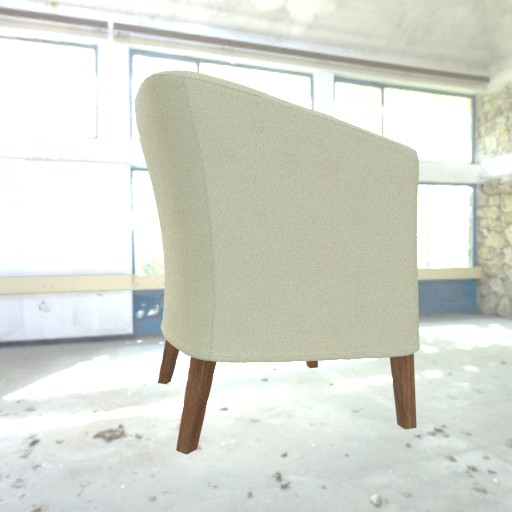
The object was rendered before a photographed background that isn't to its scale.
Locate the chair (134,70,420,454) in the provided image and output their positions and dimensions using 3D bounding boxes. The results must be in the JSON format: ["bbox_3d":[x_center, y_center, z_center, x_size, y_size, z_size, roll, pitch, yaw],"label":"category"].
[{"bbox_3d":[0.000,0.000,1.249,0.657,0.822,0.643,0,1,-17],"label":"chair"}]
